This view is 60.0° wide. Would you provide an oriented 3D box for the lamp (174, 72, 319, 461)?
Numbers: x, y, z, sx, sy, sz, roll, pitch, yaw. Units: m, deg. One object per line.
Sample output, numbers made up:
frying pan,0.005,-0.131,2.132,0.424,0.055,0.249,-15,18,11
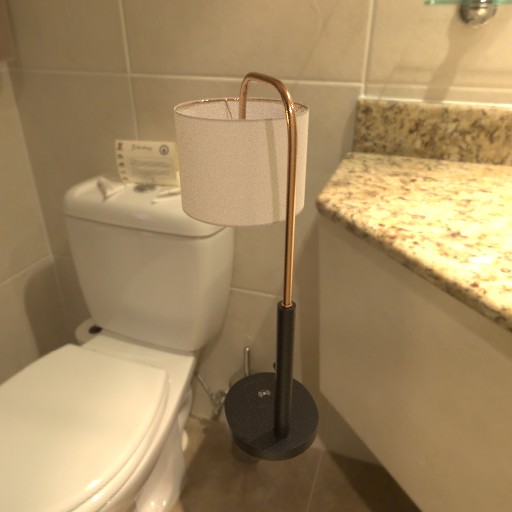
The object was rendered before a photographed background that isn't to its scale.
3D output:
lamp,0.000,0.000,0.701,0.199,0.540,0.337,-8,29,-16
